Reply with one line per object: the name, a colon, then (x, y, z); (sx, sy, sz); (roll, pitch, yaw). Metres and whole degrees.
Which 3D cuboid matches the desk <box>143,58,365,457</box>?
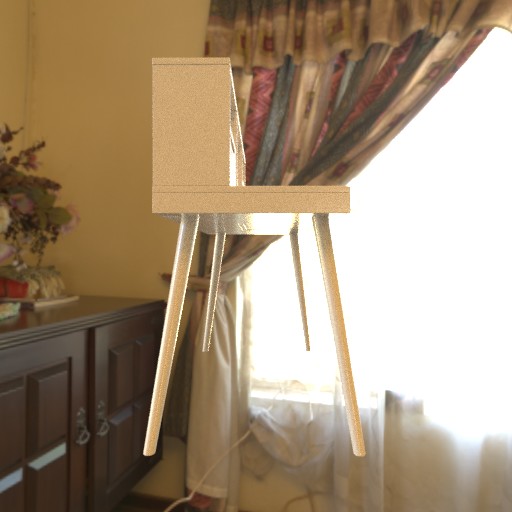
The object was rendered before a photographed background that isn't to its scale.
desk: (0.000, 0.000, 1.699); (0.559, 0.990, 1.199); (0, 0, 0)
